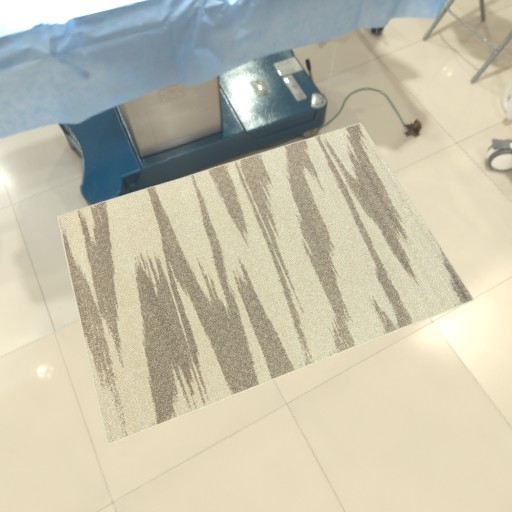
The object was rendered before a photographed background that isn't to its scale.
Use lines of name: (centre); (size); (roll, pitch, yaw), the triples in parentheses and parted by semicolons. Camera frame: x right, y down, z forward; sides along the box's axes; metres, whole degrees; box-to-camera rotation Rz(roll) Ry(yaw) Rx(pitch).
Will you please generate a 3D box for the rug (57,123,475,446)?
rug: (0.000, 0.000, 2.274); (1.827, 0.008, 1.225); (-19, 65, -9)
